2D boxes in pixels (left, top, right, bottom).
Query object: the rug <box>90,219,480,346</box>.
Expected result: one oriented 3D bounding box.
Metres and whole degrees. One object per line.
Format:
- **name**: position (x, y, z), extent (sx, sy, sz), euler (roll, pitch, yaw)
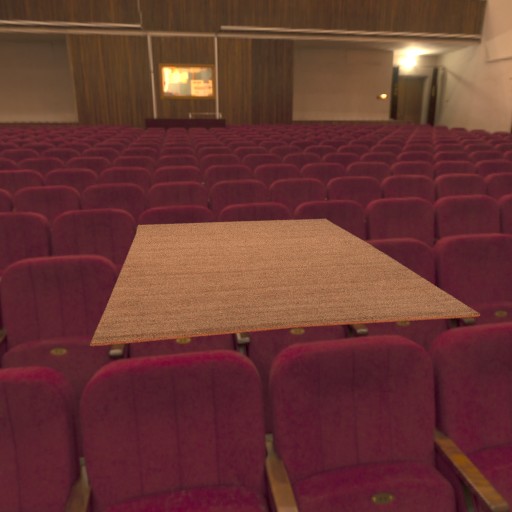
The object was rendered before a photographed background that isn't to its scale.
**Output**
- **rug**: position (0.000, 0.000, 4.941), extent (2.873, 0.053, 3.778), euler (-3, 16, -9)
